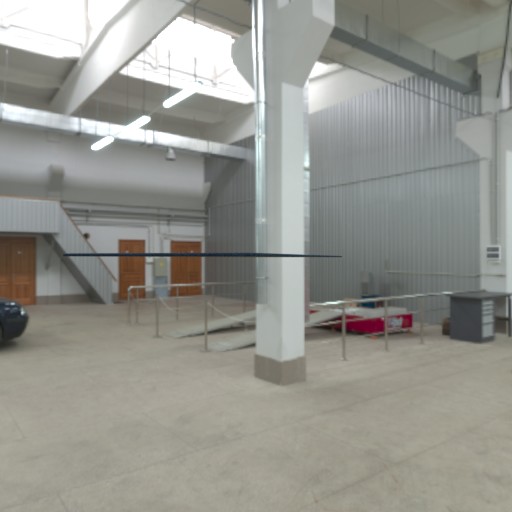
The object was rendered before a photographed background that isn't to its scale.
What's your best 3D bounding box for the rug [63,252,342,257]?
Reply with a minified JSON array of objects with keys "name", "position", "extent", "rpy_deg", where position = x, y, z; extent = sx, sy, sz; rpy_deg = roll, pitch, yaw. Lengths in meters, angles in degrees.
[{"name":"rug","position":[0.000,0.000,2.717],"extent":[0.769,0.012,2.448],"rpy_deg":[0,0,17]}]
